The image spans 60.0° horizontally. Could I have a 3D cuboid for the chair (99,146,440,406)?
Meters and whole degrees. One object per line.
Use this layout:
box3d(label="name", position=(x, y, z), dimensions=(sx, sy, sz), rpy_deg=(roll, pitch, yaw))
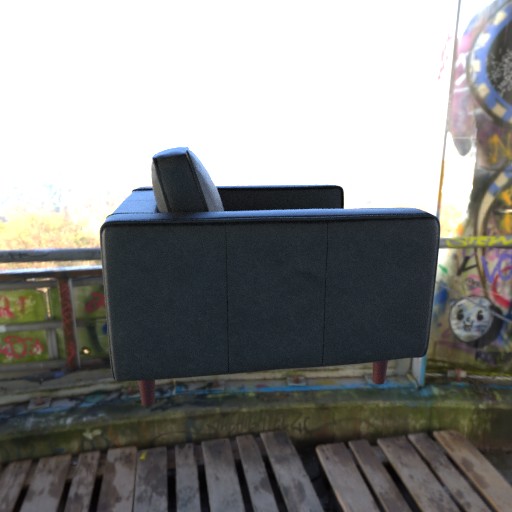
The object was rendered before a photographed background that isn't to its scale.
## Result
box3d(label="chair", position=(0.000, 0.000, 1.586), dimensions=(0.914, 0.763, 0.889), rpy_deg=(-2, 15, -9))
